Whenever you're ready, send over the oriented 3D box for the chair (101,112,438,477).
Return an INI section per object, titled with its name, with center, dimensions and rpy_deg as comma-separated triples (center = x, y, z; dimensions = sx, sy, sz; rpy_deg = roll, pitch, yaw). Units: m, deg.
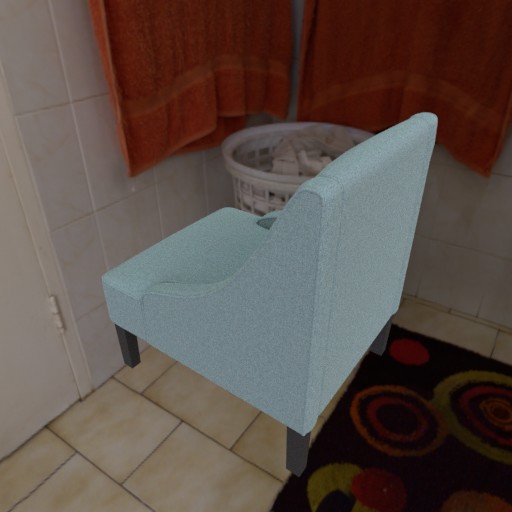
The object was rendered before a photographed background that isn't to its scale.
[chair]
center = 0.000, 0.000, 1.831
dimensions = 1.025, 1.133, 0.857
rpy_deg = 21, 38, 30
